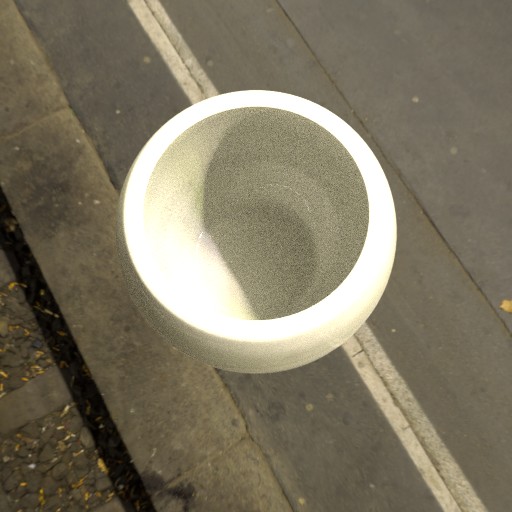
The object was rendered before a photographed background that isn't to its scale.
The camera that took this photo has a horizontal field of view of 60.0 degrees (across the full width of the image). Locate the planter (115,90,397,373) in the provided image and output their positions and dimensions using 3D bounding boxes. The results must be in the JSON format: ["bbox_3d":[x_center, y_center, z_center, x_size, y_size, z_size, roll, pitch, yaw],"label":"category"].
[{"bbox_3d":[0.000,0.000,0.436,0.222,0.278,0.222,0,76,0],"label":"planter"}]
